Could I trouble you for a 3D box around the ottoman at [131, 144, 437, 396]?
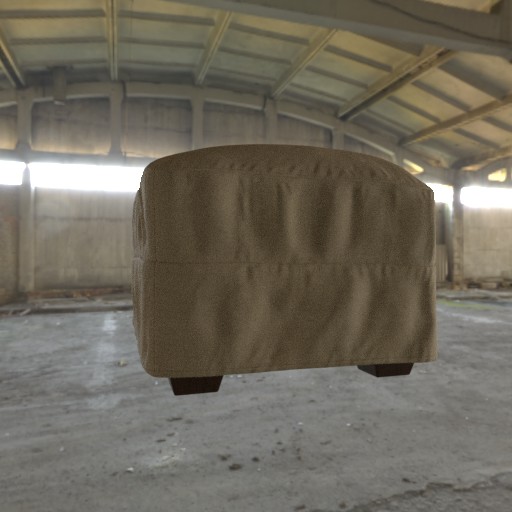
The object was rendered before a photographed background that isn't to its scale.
[{"bbox_3d":[0.000,0.000,1.096,0.584,0.480,0.712,0,-1,-17],"label":"ottoman"}]
